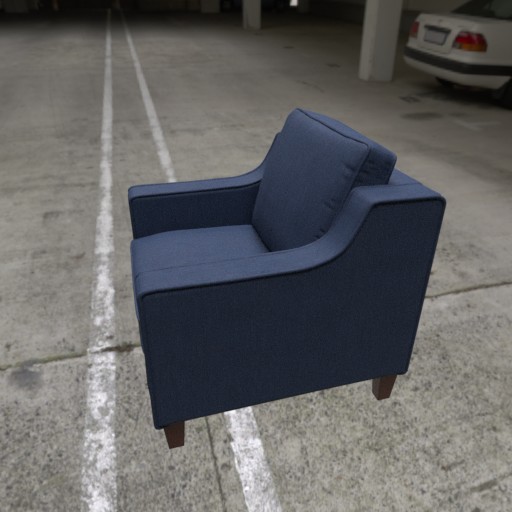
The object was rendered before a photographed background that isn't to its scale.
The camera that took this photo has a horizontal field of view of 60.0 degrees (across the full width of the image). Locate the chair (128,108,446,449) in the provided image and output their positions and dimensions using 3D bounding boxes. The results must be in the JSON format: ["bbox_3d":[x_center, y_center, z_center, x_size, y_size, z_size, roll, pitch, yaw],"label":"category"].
[{"bbox_3d":[0.000,0.000,1.666,0.909,0.960,0.831,-8,30,-14],"label":"chair"}]
